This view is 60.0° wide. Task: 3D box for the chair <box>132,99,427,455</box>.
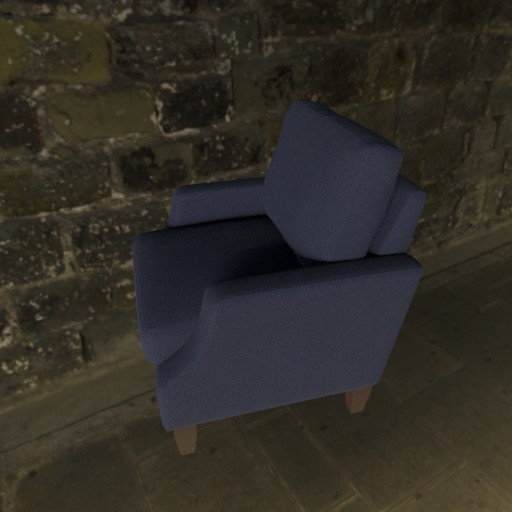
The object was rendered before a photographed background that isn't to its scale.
[{"bbox_3d":[0.000,0.000,1.648,0.897,0.991,0.855,-8,32,-14],"label":"chair"}]
